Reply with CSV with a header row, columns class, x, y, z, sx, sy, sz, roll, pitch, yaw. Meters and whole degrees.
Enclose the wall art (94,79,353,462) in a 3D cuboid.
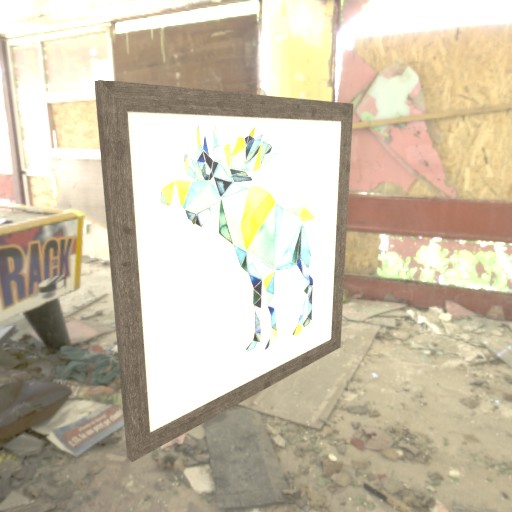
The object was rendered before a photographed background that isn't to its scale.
class,x,y,z,sx,sy,sz,roll,pitch,yaw
wall art,0.000,0.000,0.667,0.457,0.457,0.013,-14,20,-43
